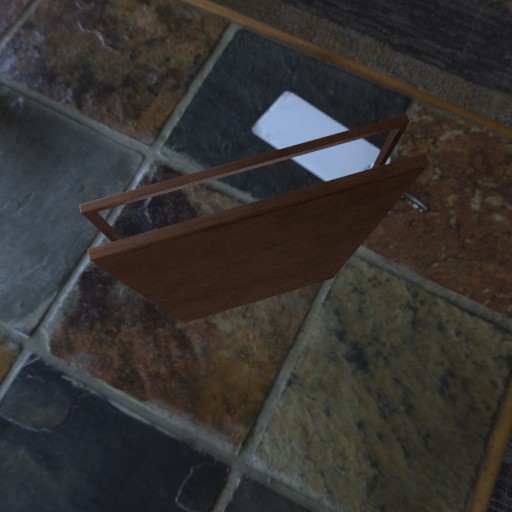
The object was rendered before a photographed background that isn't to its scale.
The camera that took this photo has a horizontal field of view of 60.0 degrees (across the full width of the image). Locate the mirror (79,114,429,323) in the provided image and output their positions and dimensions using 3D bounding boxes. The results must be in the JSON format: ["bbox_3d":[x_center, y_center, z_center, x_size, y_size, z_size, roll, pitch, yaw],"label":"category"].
[{"bbox_3d":[0.000,0.000,0.962,0.468,0.768,0.082,-16,76,-4],"label":"mirror"}]
